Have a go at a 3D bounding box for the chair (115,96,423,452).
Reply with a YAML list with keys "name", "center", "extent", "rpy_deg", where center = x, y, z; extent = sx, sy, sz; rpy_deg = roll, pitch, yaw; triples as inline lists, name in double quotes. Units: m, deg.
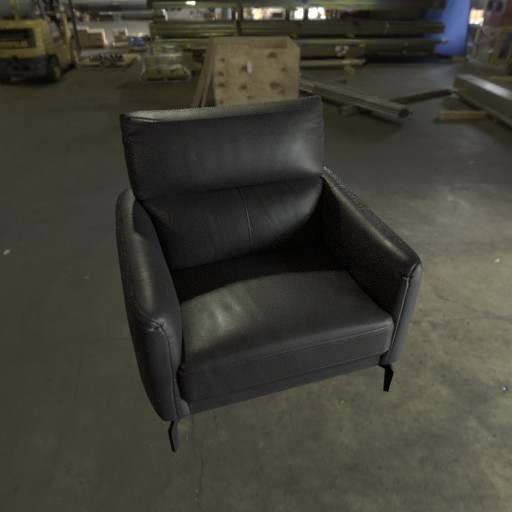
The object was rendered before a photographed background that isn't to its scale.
- name: "chair"
  center: [0.000, 0.000, 1.653]
  extent: [0.976, 0.949, 0.809]
  rpy_deg: [-10, 34, -15]
